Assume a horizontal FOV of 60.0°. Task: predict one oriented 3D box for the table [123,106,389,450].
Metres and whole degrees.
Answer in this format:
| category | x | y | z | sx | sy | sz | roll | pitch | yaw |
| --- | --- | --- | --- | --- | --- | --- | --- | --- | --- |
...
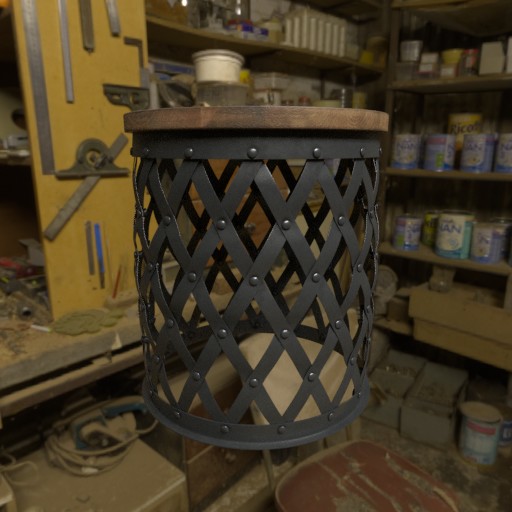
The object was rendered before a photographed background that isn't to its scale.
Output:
| category | x | y | z | sx | sy | sz | roll | pitch | yaw |
| --- | --- | --- | --- | --- | --- | --- | --- | --- | --- |
| table | 0.000 | 0.000 | 0.757 | 0.405 | 0.454 | 0.405 | 0 | 14 | 0 |
